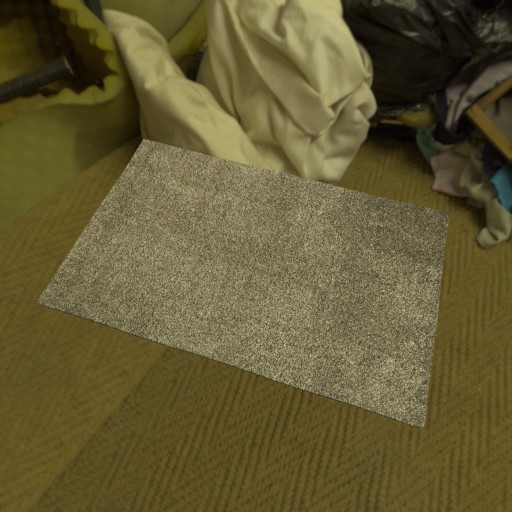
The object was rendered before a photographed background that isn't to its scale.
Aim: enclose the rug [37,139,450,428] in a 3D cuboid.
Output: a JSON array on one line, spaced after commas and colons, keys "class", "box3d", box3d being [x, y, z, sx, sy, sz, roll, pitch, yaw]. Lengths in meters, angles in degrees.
[{"class": "rug", "box3d": [0.000, 0.000, 2.907, 2.352, 0.025, 1.501, 16, 59, 10]}]
